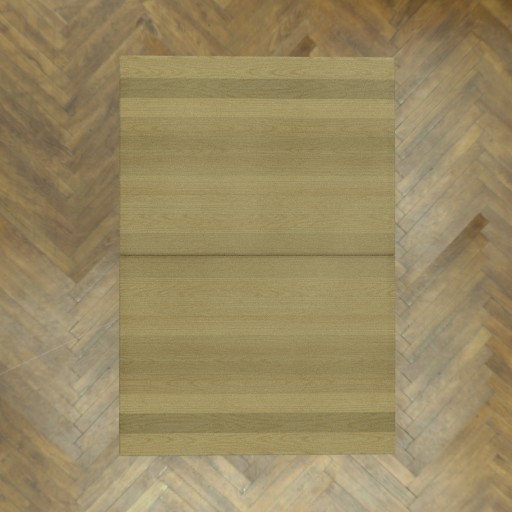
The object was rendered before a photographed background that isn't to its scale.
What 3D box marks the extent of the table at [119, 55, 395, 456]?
[{"bbox_3d":[0.000,0.000,1.821,0.900,0.770,1.300,0,90,-1],"label":"table"}]
